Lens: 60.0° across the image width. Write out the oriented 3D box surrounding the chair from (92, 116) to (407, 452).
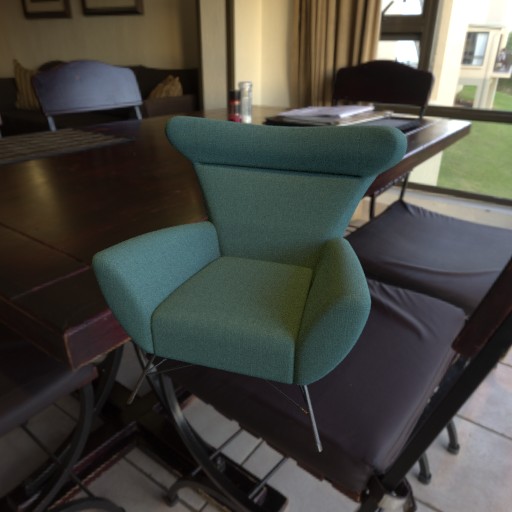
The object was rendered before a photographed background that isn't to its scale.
[{"bbox_3d":[0.000,0.000,1.800,1.050,0.980,0.900,8,27,16],"label":"chair"}]
